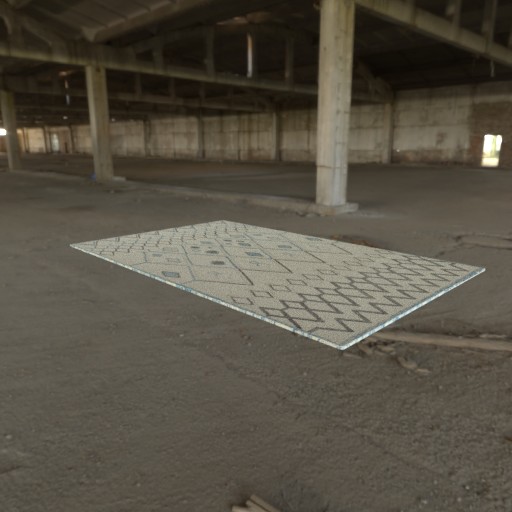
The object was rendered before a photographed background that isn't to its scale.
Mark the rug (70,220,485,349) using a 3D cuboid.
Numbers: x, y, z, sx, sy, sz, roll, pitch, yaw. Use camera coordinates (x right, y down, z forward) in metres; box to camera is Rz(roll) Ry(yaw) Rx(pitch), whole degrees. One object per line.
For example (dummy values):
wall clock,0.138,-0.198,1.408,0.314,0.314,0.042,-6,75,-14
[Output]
rug,0.000,0.000,3.012,2.439,0.015,1.524,14,20,43
